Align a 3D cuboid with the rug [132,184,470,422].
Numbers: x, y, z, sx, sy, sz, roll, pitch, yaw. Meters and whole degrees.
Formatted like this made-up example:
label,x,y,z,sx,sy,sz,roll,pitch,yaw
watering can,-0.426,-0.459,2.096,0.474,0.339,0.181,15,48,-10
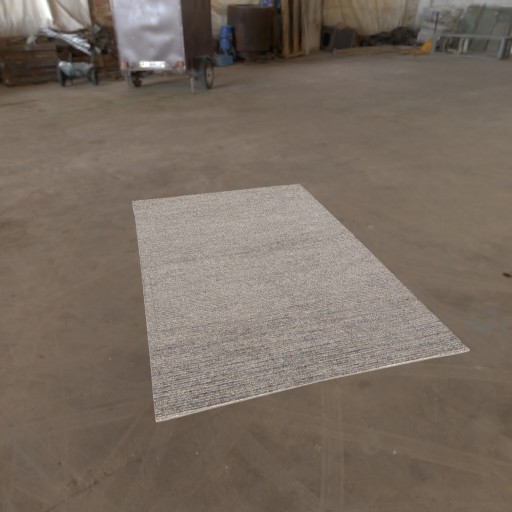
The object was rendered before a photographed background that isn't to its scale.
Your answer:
label,x,y,z,sx,sy,sz,roll,pitch,yaw
rug,0.000,0.000,2.264,1.162,0.022,1.804,-8,31,-14
